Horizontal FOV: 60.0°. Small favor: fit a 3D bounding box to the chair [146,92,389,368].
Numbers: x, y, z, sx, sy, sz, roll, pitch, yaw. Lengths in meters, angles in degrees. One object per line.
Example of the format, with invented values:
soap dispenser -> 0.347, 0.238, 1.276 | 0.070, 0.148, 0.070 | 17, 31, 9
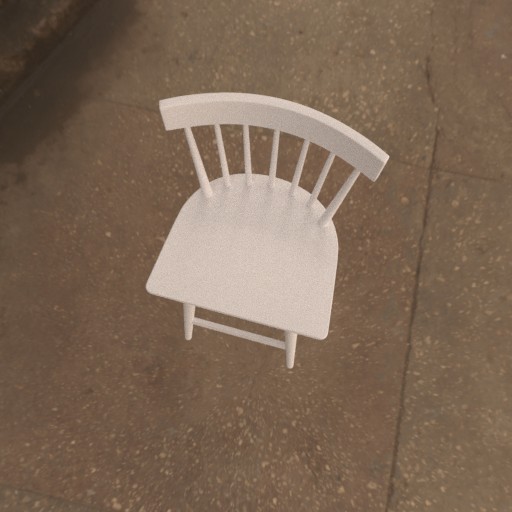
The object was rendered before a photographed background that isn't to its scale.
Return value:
chair -> 0.000, 0.000, 1.374 | 0.483, 1.092, 0.572 | 15, 76, 4
